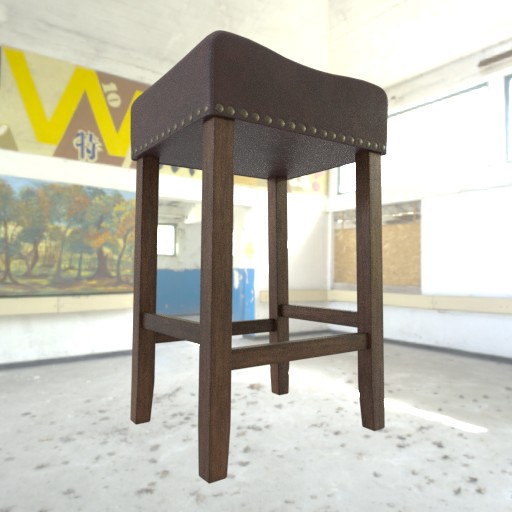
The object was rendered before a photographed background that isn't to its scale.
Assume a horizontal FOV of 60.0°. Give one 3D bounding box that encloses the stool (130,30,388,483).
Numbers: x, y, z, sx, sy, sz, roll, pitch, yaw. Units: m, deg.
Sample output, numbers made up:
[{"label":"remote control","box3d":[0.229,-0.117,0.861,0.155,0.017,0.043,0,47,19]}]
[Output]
[{"label":"stool","box3d":[0.000,0.000,1.021,0.465,0.769,0.401,1,-2,-35]}]
